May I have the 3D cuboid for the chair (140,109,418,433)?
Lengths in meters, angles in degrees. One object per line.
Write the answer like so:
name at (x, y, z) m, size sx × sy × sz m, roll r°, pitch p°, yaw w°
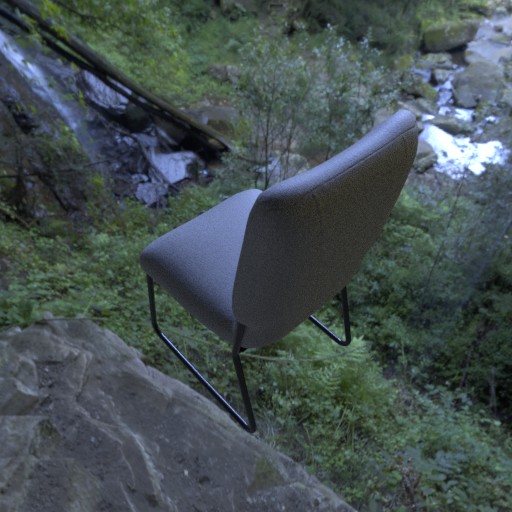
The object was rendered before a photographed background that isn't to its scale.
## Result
chair at (0.000, 0.000, 1.158) m, size 0.448 × 0.864 × 0.560 m, roll -34°, pitch 55°, yaw -28°
